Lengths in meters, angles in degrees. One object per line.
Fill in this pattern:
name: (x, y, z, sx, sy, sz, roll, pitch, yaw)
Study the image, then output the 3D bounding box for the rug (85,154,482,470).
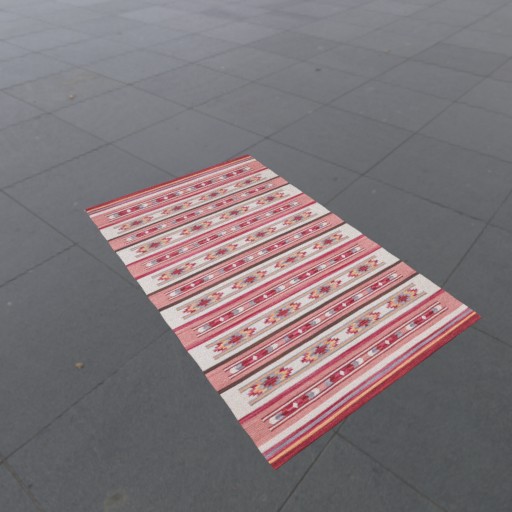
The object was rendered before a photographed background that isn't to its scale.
rug: (0.000, 0.000, 3.018, 1.535, 0.010, 2.431, -25, 47, -26)
